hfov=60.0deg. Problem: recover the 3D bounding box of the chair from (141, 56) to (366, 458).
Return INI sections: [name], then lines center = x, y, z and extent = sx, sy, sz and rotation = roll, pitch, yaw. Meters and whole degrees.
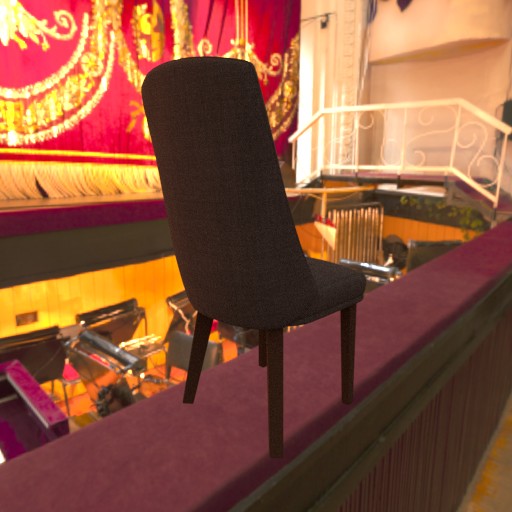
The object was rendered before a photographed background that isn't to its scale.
[chair]
center = 0.000, 0.000, 1.368
extent = 0.510, 1.050, 0.577
rotation = 12, 17, 43
